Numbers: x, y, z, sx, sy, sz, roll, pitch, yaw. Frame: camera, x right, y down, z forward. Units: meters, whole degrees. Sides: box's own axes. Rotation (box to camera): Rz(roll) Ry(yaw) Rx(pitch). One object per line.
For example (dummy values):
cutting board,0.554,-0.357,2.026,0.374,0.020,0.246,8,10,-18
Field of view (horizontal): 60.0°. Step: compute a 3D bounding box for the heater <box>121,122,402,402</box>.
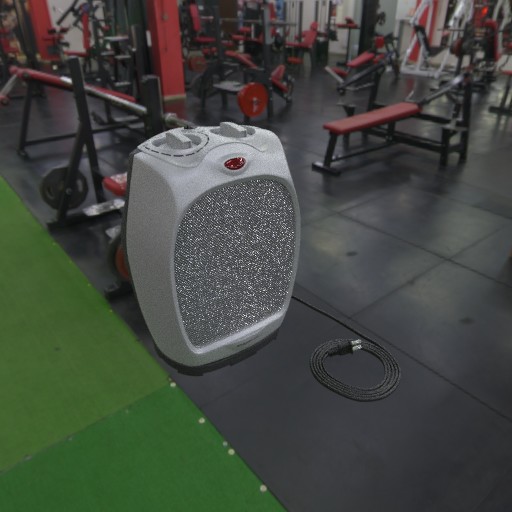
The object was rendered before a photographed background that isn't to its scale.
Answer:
heater,0.000,0.000,0.470,0.239,0.255,0.291,-20,36,-30
